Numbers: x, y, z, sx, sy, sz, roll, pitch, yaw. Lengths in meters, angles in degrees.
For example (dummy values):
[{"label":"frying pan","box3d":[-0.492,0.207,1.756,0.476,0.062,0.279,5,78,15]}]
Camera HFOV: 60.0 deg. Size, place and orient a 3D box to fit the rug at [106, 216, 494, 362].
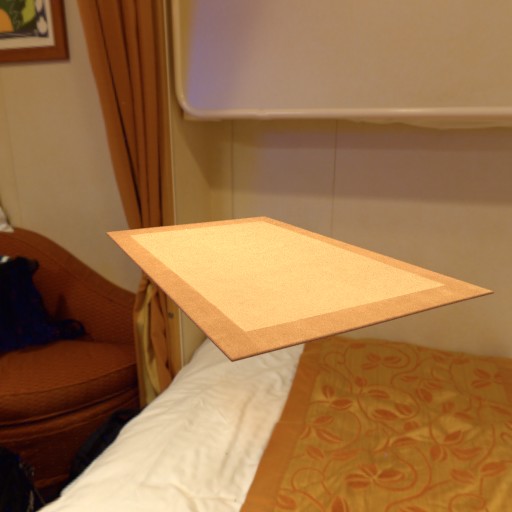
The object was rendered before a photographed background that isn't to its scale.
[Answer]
[{"label":"rug","box3d":[0.000,0.000,3.009,1.524,0.014,2.438,-8,18,-27]}]
